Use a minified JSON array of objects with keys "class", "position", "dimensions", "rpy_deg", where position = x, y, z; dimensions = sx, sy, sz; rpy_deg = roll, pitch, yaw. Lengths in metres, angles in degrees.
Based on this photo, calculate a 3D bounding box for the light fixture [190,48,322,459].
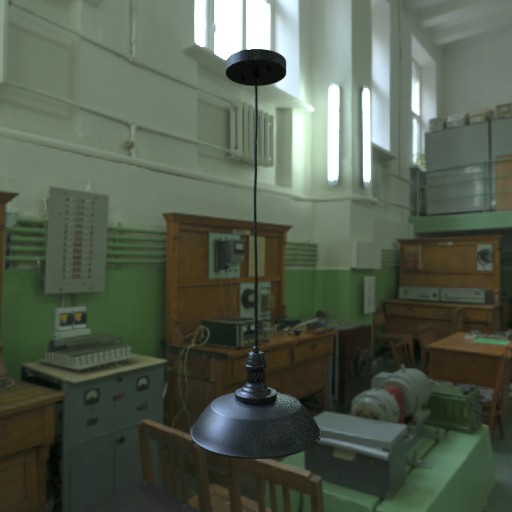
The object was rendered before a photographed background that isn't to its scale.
[{"class":"light fixture","position":[0.000,0.000,1.134],"dimensions":[0.331,0.993,0.331],"rpy_deg":[-1,-1,36]}]
